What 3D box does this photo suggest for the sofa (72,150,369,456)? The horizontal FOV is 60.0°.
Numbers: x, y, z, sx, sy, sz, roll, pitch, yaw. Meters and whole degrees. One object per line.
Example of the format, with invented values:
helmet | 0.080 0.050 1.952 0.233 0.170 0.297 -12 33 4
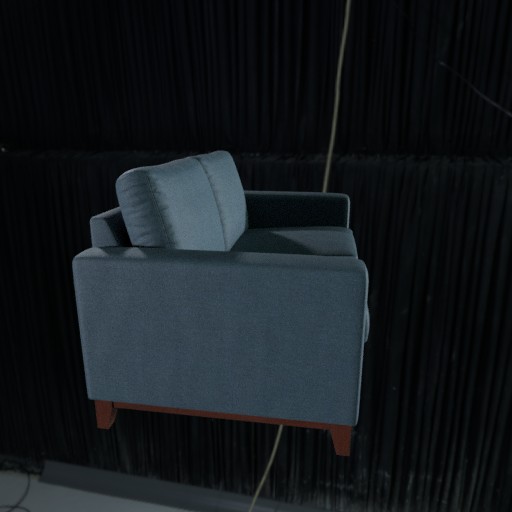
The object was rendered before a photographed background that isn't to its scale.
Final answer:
sofa | 0.000 0.000 2.070 0.955 0.903 1.489 3 17 9
